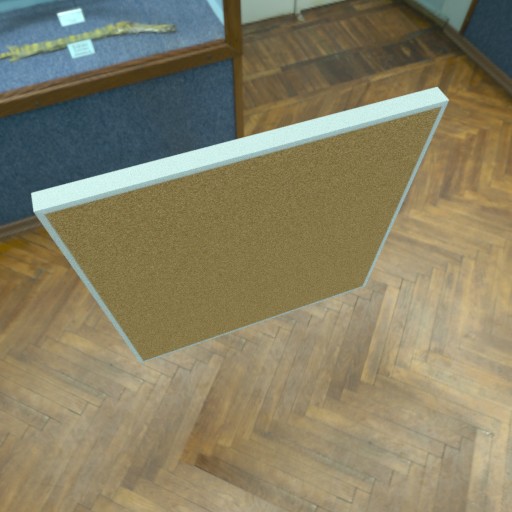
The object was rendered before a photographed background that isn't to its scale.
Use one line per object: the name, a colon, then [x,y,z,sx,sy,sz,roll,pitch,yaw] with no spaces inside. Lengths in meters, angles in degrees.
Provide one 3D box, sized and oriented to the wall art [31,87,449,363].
wall art: [0.000,0.000,1.109,0.768,0.765,0.041,-17,60,-10]
